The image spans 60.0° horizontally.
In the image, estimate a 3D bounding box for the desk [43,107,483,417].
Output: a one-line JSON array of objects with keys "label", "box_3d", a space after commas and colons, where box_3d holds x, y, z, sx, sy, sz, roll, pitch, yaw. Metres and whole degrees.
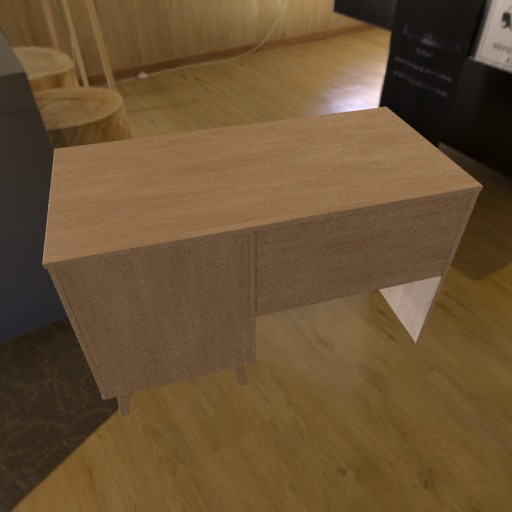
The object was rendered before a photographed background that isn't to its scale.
[{"label": "desk", "box_3d": [0.000, 0.000, 1.675, 1.251, 0.770, 0.600, -11, 43, -12]}]
